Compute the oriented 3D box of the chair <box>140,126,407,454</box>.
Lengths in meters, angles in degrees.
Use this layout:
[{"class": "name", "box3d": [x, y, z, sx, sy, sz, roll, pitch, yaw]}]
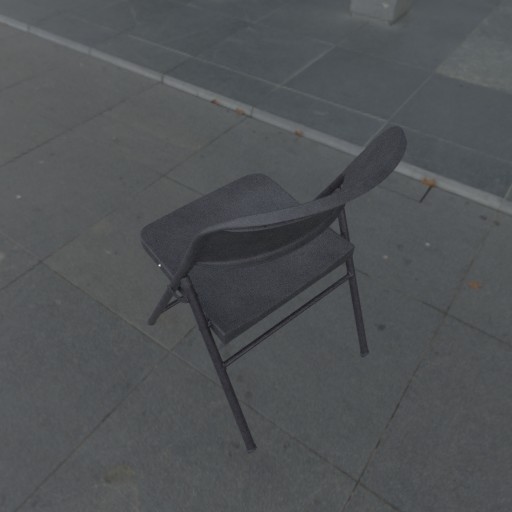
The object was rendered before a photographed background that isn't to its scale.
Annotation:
[{"class": "chair", "box3d": [0.000, 0.000, 1.150, 0.494, 0.810, 0.567, -31, 55, -25]}]
